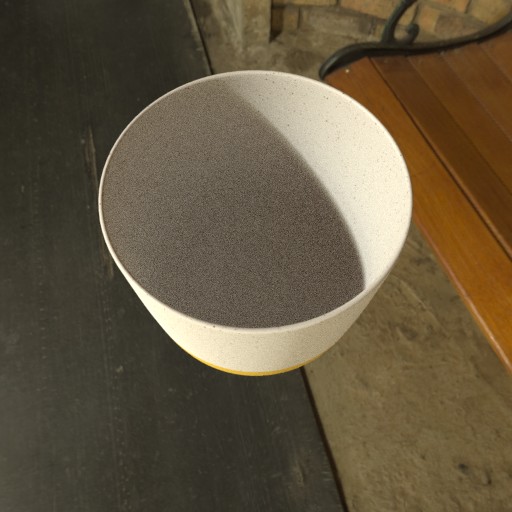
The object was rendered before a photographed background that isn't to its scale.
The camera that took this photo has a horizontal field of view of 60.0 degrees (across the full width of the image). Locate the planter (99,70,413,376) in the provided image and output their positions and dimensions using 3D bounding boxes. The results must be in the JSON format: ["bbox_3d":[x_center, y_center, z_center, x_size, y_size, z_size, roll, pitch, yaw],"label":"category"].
[{"bbox_3d":[0.000,0.000,0.372,0.195,0.214,0.195,0,64,0],"label":"planter"}]
